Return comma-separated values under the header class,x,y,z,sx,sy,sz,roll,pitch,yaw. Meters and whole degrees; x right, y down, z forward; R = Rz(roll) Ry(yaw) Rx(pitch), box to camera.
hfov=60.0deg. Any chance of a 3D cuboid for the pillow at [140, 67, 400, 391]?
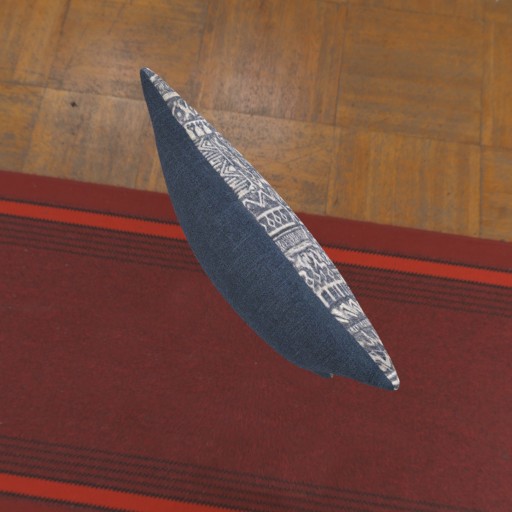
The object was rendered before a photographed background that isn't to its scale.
class,x,y,z,sx,sy,sz,roll,pitch,yaw
pillow,0.000,0.000,0.794,0.180,0.487,0.546,-36,79,-8
